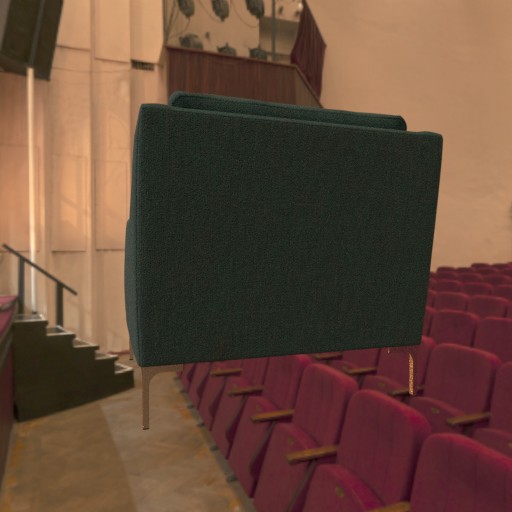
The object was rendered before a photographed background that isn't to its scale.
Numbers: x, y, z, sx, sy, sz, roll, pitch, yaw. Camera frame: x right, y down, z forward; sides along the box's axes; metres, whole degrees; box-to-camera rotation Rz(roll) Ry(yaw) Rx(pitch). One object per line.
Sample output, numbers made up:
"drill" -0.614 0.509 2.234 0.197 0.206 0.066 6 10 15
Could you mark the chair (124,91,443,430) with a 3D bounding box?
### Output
"chair" 0.000 0.000 1.496 0.847 0.828 0.849 0 1 -18
